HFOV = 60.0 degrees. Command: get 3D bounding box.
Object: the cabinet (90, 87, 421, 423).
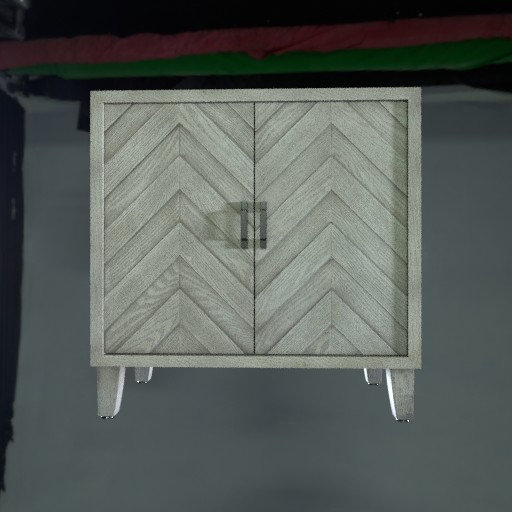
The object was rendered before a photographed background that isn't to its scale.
[{"bbox_3d":[0.000,0.000,1.218,0.781,0.787,0.370,0,0,2],"label":"cabinet"}]
